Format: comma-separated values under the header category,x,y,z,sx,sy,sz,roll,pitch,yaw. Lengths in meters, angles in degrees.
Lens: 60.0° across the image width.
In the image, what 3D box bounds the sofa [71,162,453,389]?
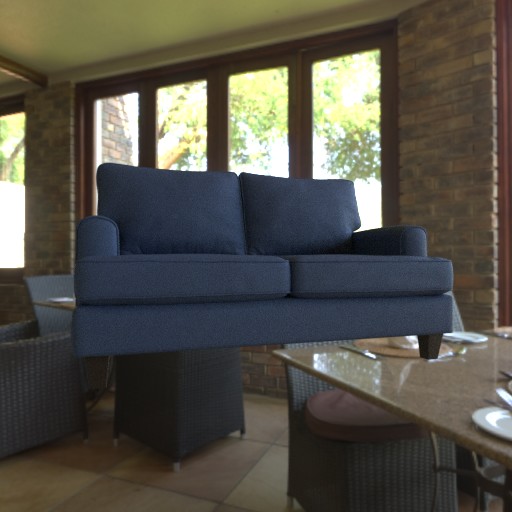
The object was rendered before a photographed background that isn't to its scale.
category,x,y,z,sx,sy,sz,roll,pitch,yaw
sofa,0.000,0.000,2.205,1.651,0.965,0.965,0,-1,-19
